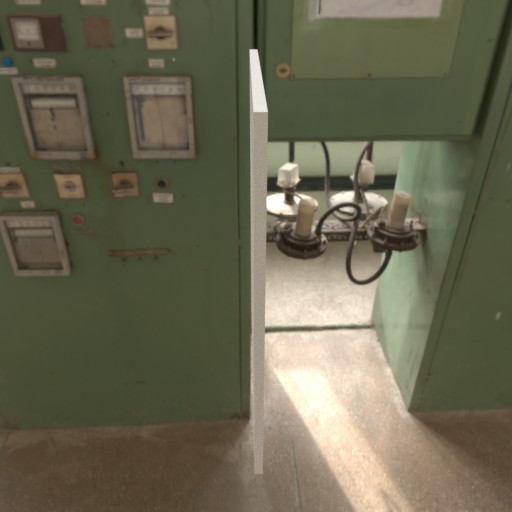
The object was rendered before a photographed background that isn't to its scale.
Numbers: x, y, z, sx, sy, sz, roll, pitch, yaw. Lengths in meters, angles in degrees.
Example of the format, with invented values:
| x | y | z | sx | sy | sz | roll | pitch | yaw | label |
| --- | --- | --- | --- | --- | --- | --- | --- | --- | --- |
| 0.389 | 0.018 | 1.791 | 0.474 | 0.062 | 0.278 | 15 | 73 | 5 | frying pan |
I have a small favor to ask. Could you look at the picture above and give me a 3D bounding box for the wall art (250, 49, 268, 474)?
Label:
| x | y | z | sx | sy | sz | roll | pitch | yaw | label |
| --- | --- | --- | --- | --- | --- | --- | --- | --- | --- |
| 0.000 | 0.000 | 0.683 | 0.013 | 0.533 | 0.381 | -1 | 32 | -1 | wall art |
